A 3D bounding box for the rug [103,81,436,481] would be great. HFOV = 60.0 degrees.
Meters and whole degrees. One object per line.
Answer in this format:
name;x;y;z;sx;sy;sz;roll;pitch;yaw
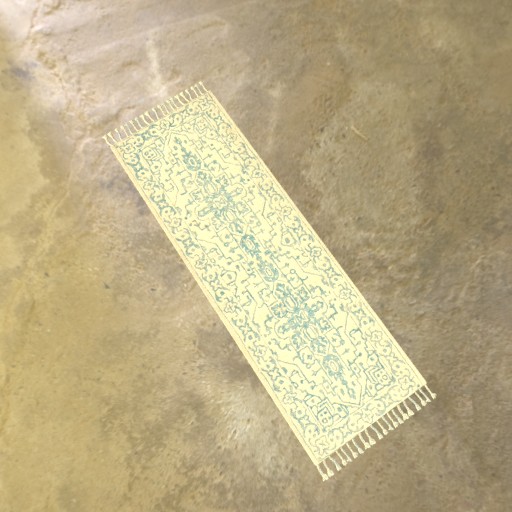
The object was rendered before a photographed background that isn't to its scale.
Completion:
rug;0.000;0.000;2.654;0.774;0.011;2.449;-33;77;-9
